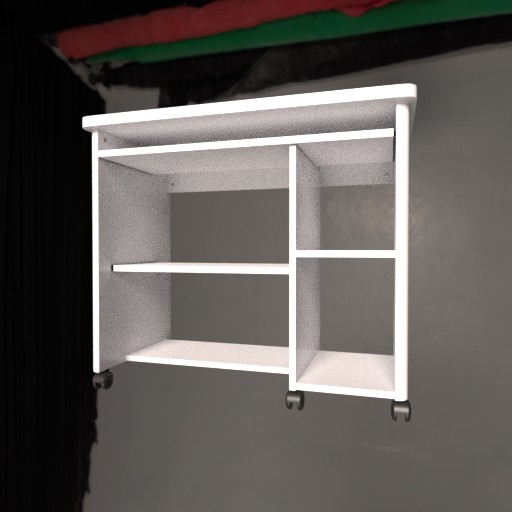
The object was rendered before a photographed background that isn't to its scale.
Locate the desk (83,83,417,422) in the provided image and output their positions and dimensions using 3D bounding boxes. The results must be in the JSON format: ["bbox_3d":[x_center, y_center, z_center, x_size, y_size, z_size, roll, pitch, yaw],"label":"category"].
[{"bbox_3d":[0.000,0.000,1.316,0.877,0.763,0.475,0,1,17],"label":"desk"}]
